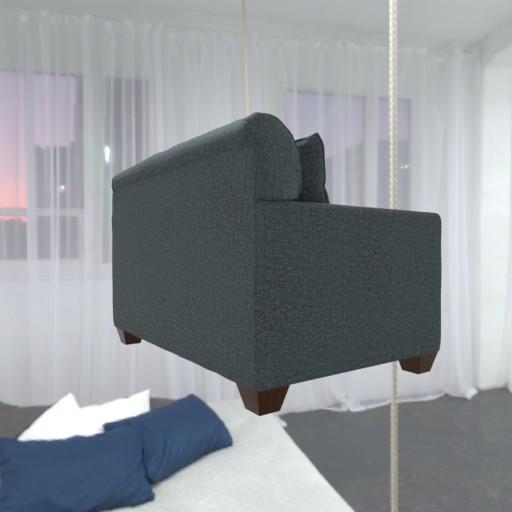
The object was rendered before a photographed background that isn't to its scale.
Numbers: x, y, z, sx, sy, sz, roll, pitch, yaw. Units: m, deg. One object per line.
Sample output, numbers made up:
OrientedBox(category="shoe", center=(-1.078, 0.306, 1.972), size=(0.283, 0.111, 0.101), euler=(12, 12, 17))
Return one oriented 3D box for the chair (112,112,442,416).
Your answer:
OrientedBox(category="chair", center=(0.000, 0.000, 2.127), size=(1.000, 0.948, 1.383), euler=(-1, 1, -35))
